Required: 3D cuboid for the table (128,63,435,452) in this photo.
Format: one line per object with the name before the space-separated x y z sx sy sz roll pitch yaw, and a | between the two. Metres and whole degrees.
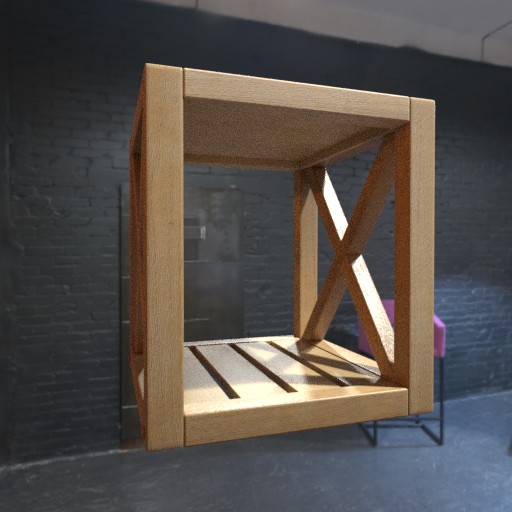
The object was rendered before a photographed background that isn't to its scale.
table | 0.000 0.000 1.039 0.558 0.610 0.559 0 1 -18
